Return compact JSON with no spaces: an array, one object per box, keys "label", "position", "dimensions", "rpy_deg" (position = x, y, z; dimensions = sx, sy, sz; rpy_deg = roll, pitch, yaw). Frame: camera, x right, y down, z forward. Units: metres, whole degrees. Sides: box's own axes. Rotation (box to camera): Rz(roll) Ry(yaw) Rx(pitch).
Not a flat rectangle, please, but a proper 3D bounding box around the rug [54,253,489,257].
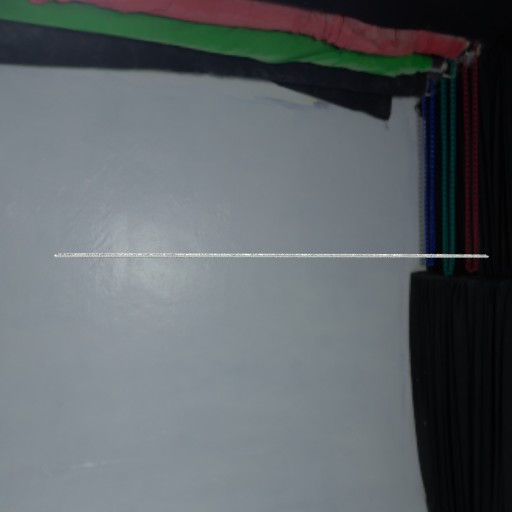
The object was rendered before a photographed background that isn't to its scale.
[{"label":"rug","position":[0.000,0.000,3.740],"dimensions":[2.901,0.026,2.043],"rpy_deg":[0,0,-18]}]
